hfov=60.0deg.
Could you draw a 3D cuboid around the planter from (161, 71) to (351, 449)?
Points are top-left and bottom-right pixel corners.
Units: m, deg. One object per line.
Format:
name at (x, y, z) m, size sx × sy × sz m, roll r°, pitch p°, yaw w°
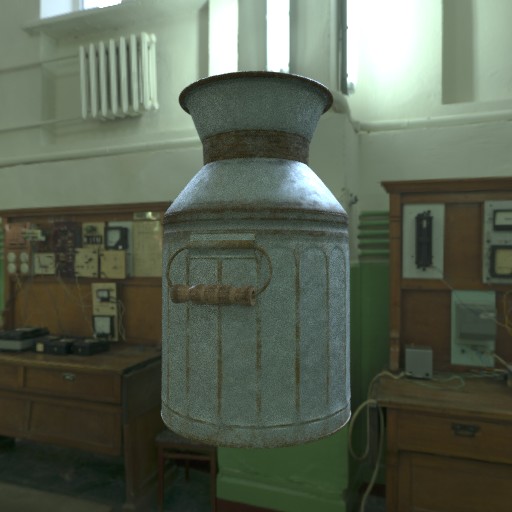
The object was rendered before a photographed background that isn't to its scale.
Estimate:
planter at (0.000, 0.000, 0.514) m, size 0.215 × 0.358 × 0.248 m, roll 0°, pitch 0°, yaw 18°
